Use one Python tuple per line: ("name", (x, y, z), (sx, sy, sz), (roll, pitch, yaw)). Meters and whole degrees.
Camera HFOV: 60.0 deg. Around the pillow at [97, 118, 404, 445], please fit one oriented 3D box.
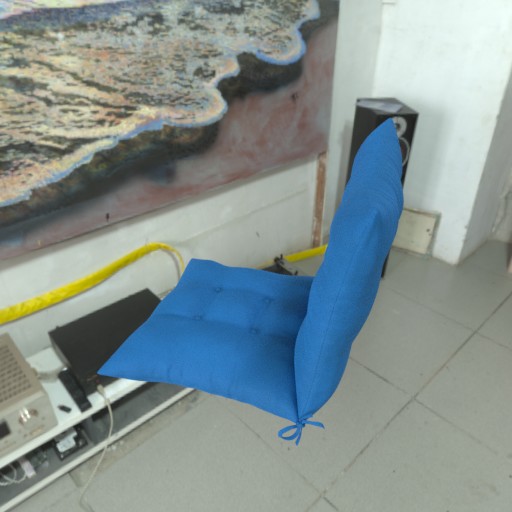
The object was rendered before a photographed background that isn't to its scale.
("pillow", (0.000, 0.000, 1.002), (0.585, 0.536, 0.541), (9, 33, 15))
